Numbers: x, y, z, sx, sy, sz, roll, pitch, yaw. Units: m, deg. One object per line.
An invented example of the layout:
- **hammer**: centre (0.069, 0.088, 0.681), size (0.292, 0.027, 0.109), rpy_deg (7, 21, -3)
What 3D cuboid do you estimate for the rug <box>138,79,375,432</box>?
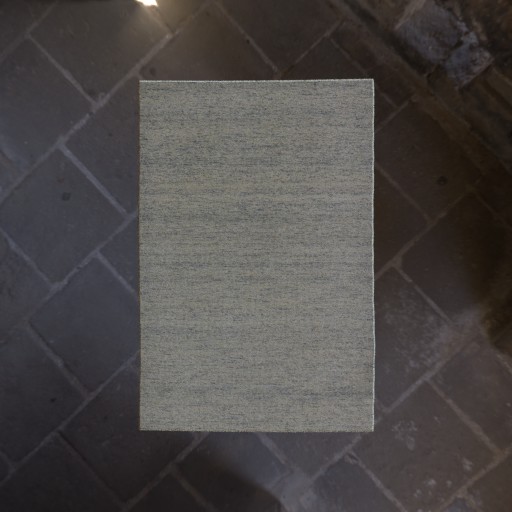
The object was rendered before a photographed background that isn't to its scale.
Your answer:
- **rug**: centre (0.000, 0.000, 2.853), size (1.523, 0.017, 2.263), rpy_deg (0, 90, 1)
